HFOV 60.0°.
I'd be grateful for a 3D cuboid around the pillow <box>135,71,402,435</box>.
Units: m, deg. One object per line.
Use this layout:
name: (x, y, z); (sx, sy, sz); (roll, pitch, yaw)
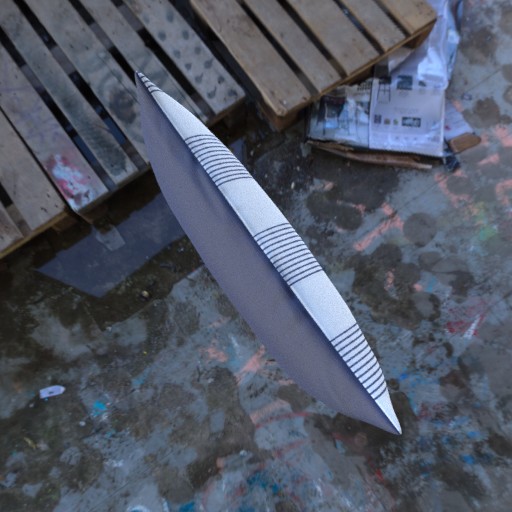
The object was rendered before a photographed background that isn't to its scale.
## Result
pillow: (0.000, 0.000, 0.721); (0.151, 0.287, 0.610); (-34, 78, -8)
